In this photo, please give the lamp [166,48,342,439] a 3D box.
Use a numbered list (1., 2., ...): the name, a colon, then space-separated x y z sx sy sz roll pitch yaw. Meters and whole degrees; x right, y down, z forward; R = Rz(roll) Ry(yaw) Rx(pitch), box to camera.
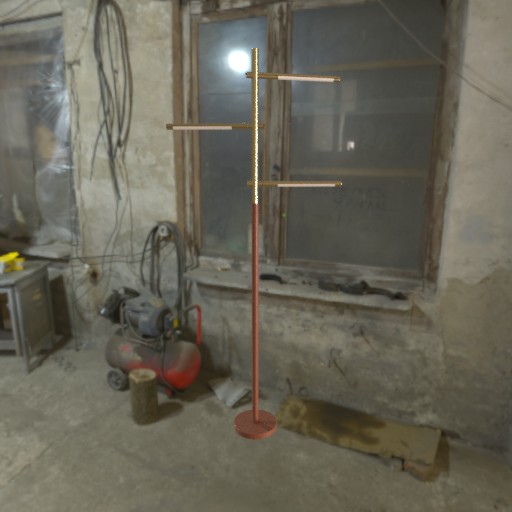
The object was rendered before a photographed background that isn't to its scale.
1. lamp: 0.000 0.000 1.970 0.737 1.704 0.209 -2 13 -10
